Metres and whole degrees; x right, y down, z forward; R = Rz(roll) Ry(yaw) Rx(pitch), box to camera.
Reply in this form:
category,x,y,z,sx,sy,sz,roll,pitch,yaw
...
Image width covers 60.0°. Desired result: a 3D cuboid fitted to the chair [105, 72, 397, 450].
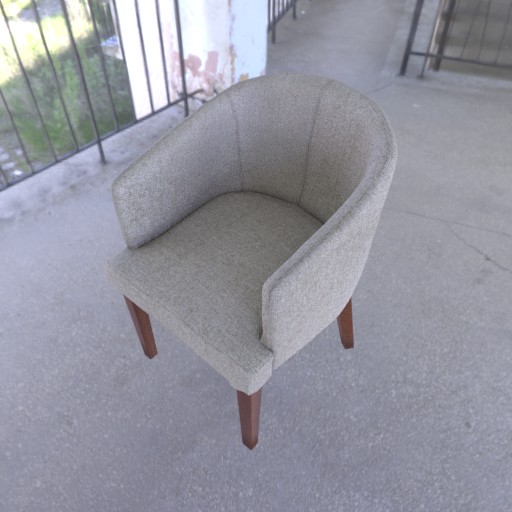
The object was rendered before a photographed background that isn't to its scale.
category,x,y,z,sx,sy,sz,roll,pitch,yaw
chair,0.000,0.000,1.254,0.583,0.811,0.655,31,53,28
